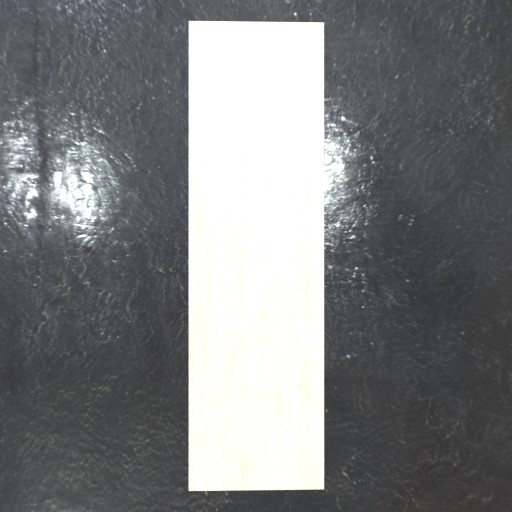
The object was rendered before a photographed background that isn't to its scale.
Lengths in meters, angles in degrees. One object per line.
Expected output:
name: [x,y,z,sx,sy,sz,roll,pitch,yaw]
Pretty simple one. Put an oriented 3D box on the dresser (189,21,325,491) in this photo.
dresser: [0.000,0.000,1.899,0.457,0.914,1.524,0,90,-1]
